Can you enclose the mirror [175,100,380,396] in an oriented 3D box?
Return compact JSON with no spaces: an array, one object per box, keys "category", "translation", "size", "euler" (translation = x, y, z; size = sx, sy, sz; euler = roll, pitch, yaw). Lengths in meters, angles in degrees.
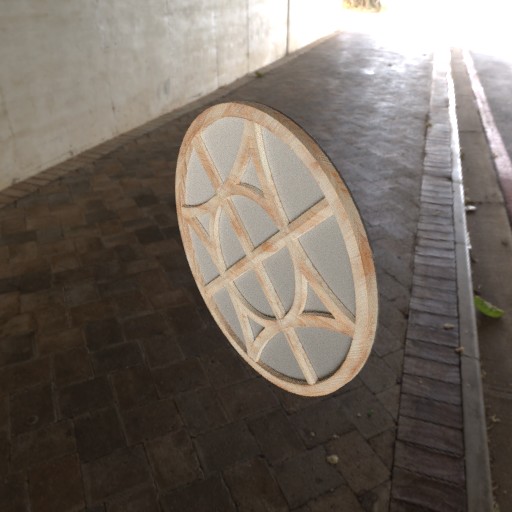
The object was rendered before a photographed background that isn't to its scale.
[{"category":"mirror","translation":[0.000,0.000,1.070],"size":[0.038,0.710,0.710],"euler":[-22,38,-32]}]
